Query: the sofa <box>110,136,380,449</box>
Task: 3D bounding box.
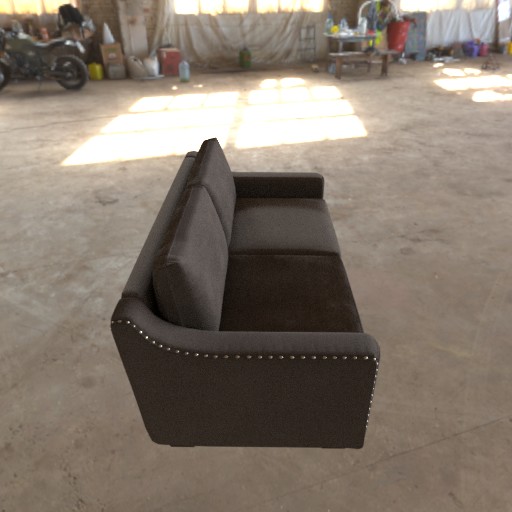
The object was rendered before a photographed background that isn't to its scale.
[{"bbox_3d":[0.000,0.000,3.328,1.336,1.196,2.550,0,31,1],"label":"sofa"}]
